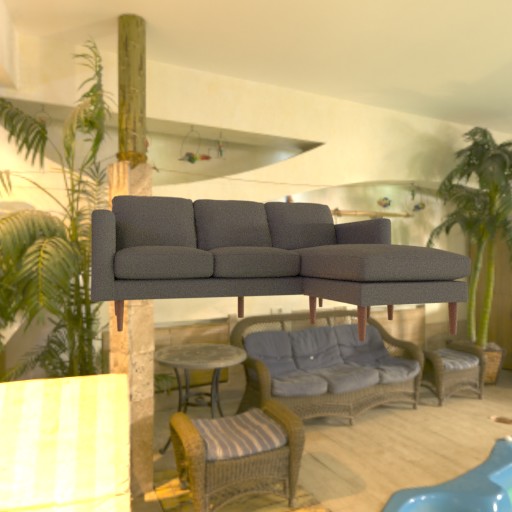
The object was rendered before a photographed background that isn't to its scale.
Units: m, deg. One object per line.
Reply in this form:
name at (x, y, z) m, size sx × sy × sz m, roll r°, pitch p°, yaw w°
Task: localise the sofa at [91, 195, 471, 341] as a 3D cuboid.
sofa at (0.000, 0.000, 2.905) m, size 2.031 × 0.897 × 1.591 m, roll 0°, pitch 0°, yaw -19°
